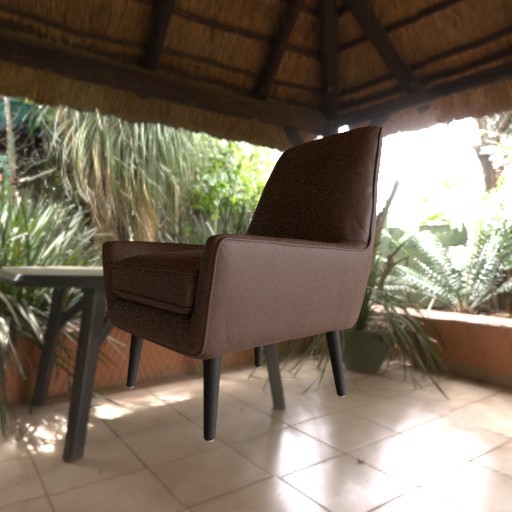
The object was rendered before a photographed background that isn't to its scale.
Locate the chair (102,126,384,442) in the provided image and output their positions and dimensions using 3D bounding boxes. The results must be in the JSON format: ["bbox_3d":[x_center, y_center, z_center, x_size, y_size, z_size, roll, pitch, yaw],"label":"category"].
[{"bbox_3d":[0.000,0.000,1.476,0.824,0.888,0.787,0,1,-36],"label":"chair"}]
